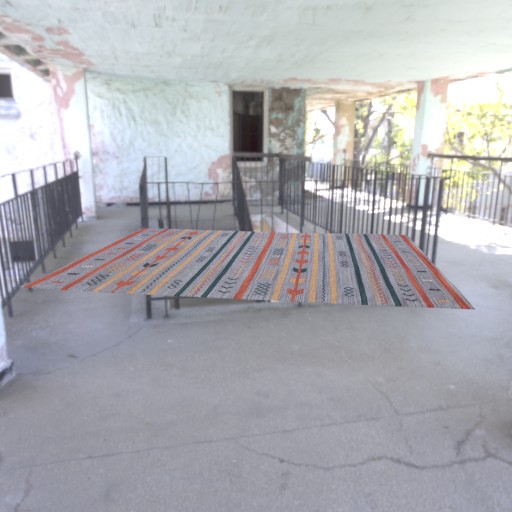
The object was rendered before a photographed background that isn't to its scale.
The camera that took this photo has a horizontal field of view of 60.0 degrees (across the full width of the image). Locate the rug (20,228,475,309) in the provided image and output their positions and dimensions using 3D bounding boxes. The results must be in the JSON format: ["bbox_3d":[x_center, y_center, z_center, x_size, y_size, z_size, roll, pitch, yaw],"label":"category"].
[{"bbox_3d":[0.000,0.000,3.976,3.029,0.022,2.263,2,14,8],"label":"rug"}]
